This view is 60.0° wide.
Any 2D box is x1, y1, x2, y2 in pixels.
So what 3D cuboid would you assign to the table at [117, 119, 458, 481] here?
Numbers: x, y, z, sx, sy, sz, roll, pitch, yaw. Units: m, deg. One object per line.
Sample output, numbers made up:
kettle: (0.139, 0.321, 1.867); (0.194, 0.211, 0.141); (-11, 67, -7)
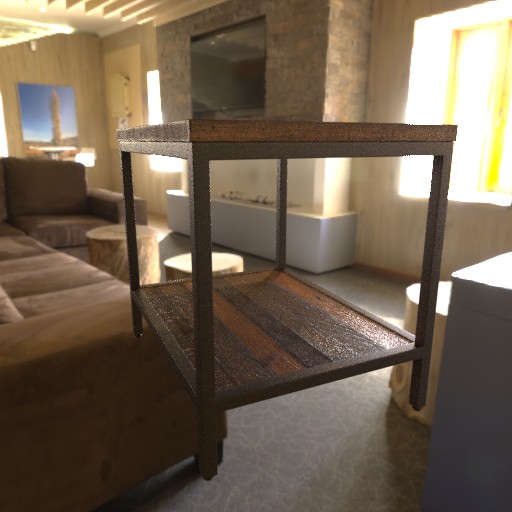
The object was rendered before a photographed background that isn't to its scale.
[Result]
table: (0.000, 0.000, 1.098); (0.524, 0.612, 0.678); (-7, 16, -24)
